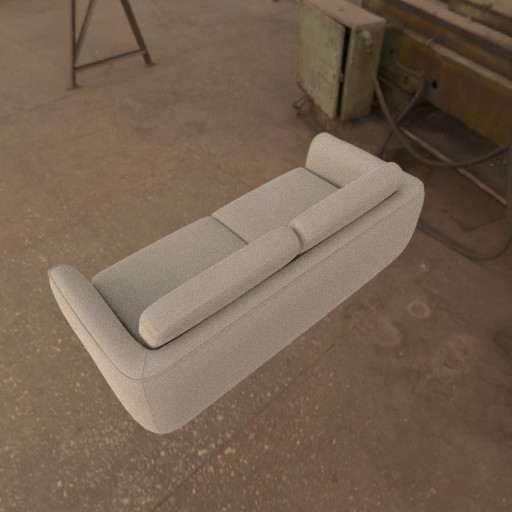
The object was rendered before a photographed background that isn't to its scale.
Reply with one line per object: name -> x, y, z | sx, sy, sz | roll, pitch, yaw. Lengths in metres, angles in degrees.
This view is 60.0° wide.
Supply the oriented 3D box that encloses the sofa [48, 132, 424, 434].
sofa -> 0.000, 0.000, 2.491 | 2.000, 0.850, 0.920 | -32, 53, -27
